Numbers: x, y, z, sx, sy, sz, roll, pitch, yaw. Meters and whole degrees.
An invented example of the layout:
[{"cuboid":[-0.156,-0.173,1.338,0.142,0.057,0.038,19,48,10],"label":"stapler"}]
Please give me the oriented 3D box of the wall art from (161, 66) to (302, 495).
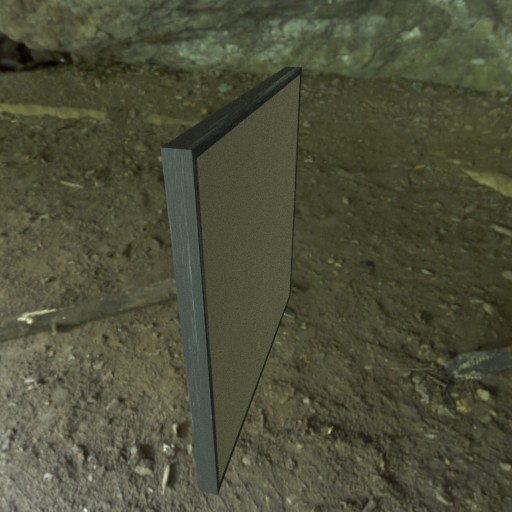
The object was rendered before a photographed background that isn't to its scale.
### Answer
[{"cuboid":[0.000,0.000,1.082,0.043,0.758,0.762,8,32,13],"label":"wall art"}]
